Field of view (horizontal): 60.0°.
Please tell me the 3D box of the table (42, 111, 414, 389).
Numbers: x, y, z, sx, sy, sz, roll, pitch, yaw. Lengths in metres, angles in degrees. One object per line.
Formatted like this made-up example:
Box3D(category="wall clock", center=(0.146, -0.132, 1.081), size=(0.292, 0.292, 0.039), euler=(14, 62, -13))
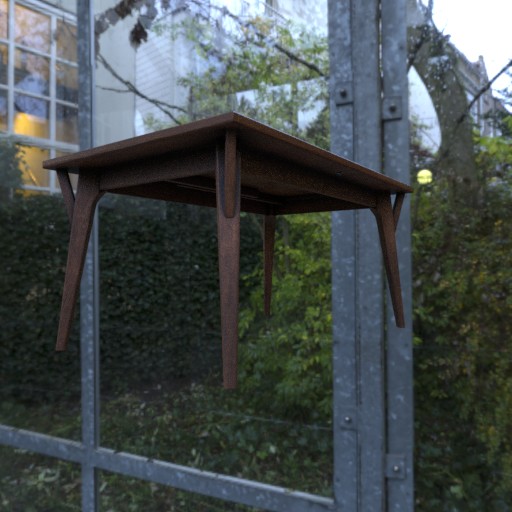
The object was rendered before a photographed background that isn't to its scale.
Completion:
Box3D(category="table", center=(0.000, 0.000, 2.079), size=(0.990, 0.761, 1.524), euler=(-1, -1, 37))
